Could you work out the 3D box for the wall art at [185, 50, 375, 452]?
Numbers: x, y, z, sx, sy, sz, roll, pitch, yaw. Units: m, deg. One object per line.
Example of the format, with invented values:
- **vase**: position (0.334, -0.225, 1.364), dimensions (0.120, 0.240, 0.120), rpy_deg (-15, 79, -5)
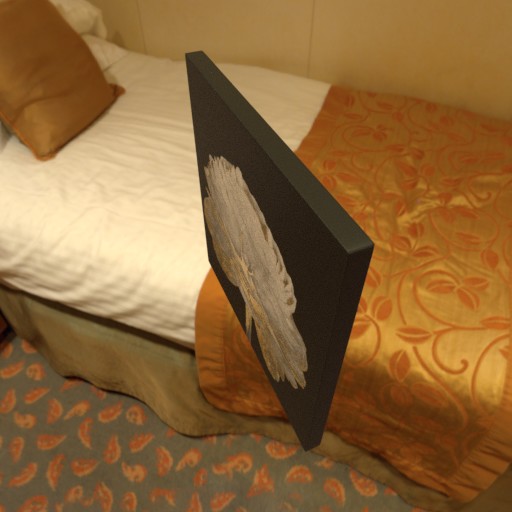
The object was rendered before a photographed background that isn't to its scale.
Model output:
- **wall art**: position (0.000, 0.000, 0.919), dimensions (0.043, 0.611, 0.610), rpy_deg (-18, 49, -16)
